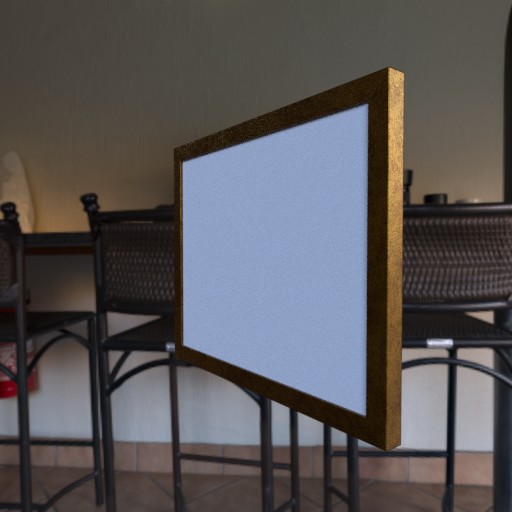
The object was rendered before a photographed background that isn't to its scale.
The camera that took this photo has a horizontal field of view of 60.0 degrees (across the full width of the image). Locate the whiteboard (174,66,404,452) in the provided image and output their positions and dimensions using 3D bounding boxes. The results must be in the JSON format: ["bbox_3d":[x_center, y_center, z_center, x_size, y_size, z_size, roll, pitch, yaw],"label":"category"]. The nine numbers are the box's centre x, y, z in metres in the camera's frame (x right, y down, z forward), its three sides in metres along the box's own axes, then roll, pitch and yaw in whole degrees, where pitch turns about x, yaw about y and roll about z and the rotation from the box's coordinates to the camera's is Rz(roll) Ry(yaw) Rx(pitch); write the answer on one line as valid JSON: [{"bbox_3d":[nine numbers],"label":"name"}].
[{"bbox_3d":[0.000,0.000,0.759,0.029,0.457,0.561,-1,2,-37],"label":"whiteboard"}]
